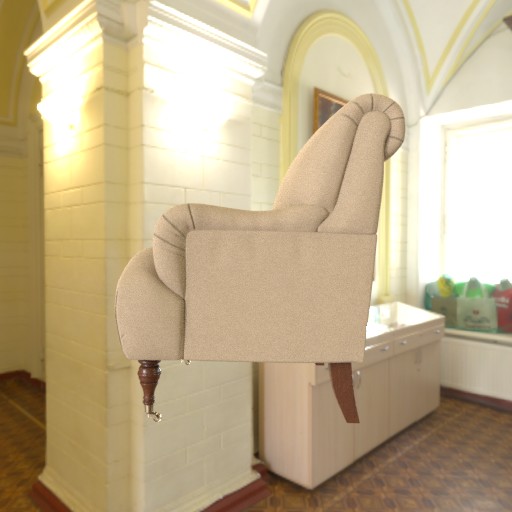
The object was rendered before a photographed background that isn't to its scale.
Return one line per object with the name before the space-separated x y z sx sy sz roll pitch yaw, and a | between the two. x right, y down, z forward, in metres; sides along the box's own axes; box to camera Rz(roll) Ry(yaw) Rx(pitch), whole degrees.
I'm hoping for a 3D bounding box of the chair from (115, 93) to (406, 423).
chair | 0.000 0.000 1.578 0.842 0.942 0.766 0 1 -1
